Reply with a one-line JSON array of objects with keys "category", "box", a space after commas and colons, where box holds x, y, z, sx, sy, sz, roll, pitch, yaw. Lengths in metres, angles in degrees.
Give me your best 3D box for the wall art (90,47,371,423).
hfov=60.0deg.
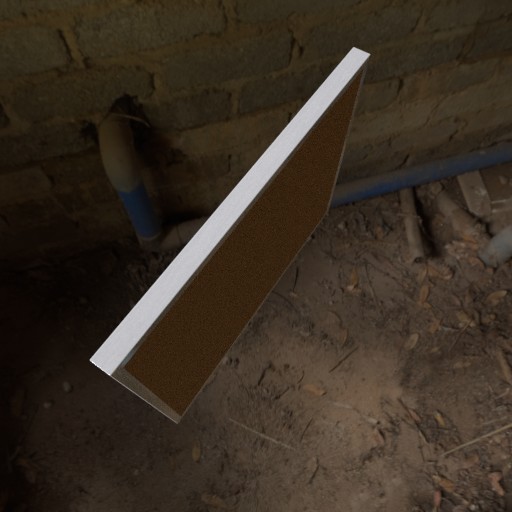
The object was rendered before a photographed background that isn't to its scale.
[{"category": "wall art", "box": [0.000, 0.000, 1.372, 0.053, 0.787, 1.041, 31, 67, 15]}]
